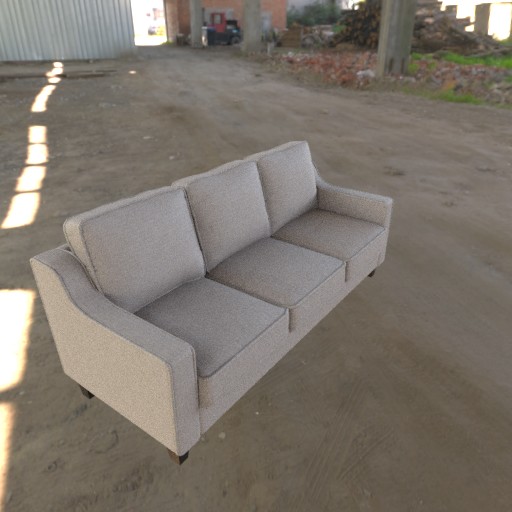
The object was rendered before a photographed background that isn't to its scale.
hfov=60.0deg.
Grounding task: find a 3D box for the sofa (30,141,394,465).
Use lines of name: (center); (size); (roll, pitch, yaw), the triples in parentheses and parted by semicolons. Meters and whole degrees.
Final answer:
sofa: (0.000, 0.000, 2.588); (0.899, 0.950, 2.129); (19, 33, 32)
